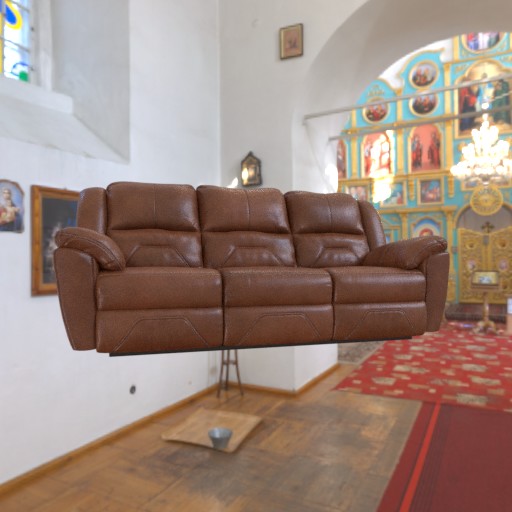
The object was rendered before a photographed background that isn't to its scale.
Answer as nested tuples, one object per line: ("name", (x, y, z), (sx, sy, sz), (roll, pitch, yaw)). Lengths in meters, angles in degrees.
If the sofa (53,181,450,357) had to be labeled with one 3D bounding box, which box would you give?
("sofa", (0.000, 0.000, 2.907), (2.337, 1.043, 0.991), (0, -1, -17))
